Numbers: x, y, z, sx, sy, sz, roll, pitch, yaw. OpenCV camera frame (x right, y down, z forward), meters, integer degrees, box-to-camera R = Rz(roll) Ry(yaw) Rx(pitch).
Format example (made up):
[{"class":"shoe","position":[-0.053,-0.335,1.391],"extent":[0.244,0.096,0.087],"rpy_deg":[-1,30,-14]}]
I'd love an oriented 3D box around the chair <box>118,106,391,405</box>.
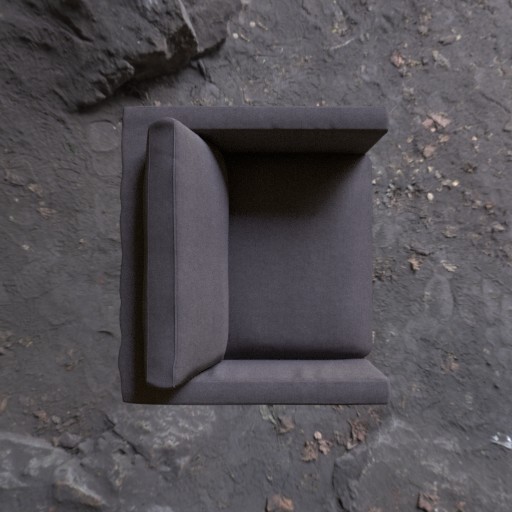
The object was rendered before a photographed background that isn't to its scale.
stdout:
[{"class":"chair","position":[0.000,0.000,1.776],"extent":[0.949,0.863,1.057],"rpy_deg":[0,89,0]}]
